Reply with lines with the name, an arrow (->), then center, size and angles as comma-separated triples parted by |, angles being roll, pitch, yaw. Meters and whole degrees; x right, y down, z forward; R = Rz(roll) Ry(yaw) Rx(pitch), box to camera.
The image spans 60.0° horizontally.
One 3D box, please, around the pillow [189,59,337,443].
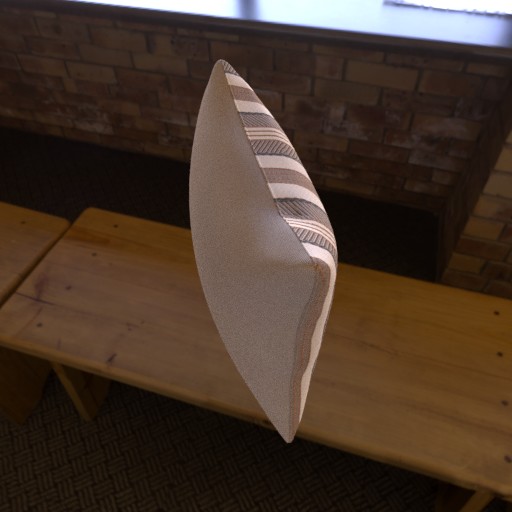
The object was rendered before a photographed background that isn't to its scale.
pillow -> 0.000, 0.000, 0.643 | 0.173, 0.401, 0.416 | -10, 48, -10
